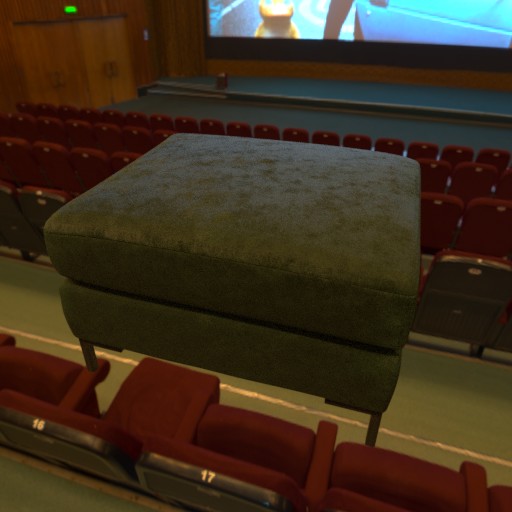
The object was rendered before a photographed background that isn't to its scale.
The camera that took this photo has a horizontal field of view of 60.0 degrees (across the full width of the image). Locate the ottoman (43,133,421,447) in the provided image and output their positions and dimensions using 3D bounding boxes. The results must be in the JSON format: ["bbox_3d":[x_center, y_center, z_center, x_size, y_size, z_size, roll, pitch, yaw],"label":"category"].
[{"bbox_3d":[0.000,0.000,1.280,0.839,0.538,0.701,10,34,15],"label":"ottoman"}]
